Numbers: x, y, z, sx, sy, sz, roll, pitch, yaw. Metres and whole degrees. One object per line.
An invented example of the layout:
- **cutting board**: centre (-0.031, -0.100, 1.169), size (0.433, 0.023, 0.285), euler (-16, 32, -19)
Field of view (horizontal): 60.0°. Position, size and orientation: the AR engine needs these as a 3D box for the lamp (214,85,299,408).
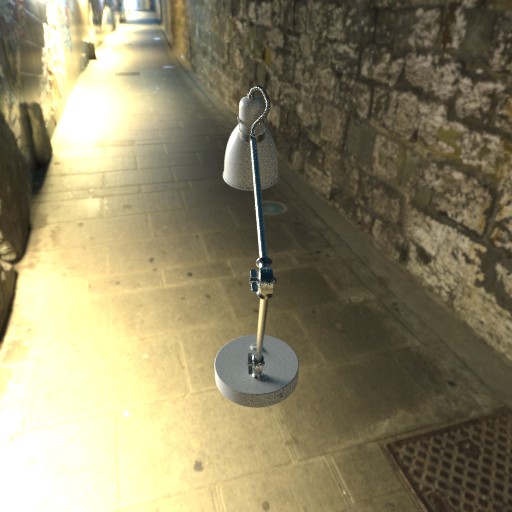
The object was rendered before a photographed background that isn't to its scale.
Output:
- **lamp**: centre (0.000, 0.000, 0.879), size (0.187, 0.587, 0.561), euler (-2, 30, -3)
